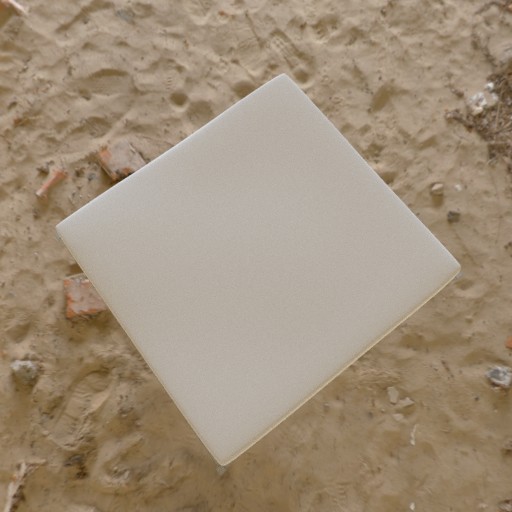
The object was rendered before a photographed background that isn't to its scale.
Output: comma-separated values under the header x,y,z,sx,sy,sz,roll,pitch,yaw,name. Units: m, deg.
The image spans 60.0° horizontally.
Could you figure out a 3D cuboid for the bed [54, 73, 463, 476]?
x,y,z,sx,sy,sz,roll,pitch,yaw,name
0.000,0.000,3.138,2.108,0.510,2.007,-37,79,-9,bed
